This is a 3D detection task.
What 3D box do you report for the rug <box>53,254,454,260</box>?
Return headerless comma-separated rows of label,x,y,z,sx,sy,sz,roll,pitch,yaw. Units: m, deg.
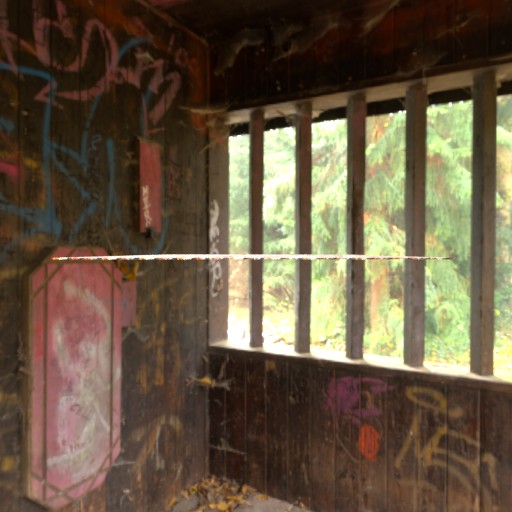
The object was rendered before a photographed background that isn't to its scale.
rug,0.000,0.000,4.316,2.439,0.015,3.274,0,1,1
